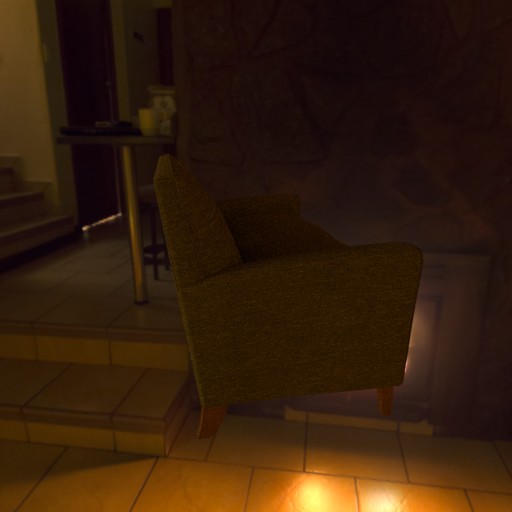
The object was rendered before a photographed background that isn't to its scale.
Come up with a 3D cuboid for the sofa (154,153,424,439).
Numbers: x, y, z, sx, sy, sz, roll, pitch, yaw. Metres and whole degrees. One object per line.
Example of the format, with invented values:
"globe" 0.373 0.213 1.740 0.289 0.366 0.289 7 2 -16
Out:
"sofa" 0.000 0.000 2.102 0.867 0.905 1.509 -3 15 -11
